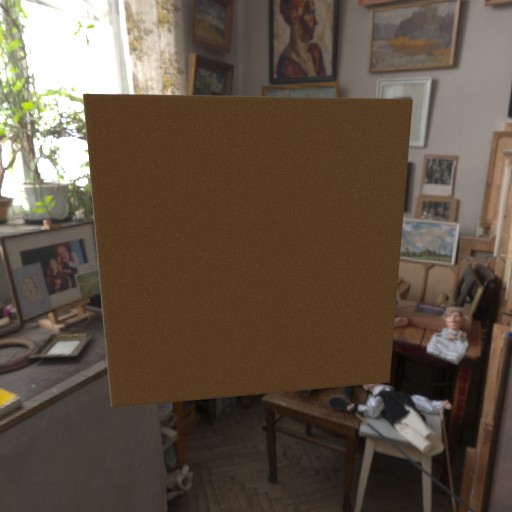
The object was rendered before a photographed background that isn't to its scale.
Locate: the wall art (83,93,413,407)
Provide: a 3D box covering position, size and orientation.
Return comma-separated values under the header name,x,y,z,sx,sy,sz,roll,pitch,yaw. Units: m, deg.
name,x,y,z,sx,sy,sz,roll,pitch,yaw
wall art,0.000,0.000,1.901,1.287,1.288,0.078,-2,15,-9
